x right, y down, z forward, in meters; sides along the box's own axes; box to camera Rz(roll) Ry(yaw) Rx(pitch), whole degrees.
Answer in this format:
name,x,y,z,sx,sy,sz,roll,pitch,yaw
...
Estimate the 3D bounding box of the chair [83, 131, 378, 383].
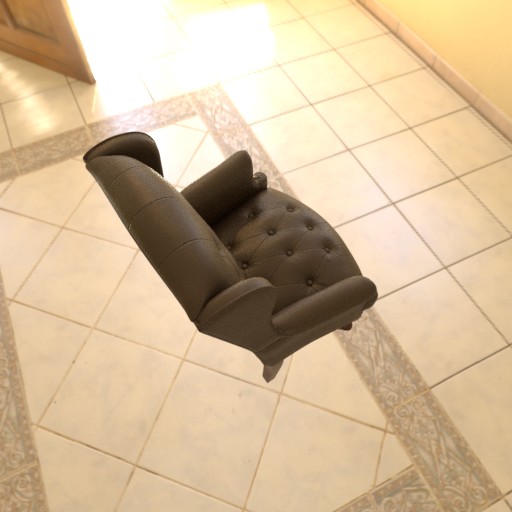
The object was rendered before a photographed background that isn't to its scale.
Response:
name,x,y,z,sx,sy,sz,roll,pitch,yaw
chair,0.000,0.000,1.721,0.819,1.132,0.829,-31,63,-18
